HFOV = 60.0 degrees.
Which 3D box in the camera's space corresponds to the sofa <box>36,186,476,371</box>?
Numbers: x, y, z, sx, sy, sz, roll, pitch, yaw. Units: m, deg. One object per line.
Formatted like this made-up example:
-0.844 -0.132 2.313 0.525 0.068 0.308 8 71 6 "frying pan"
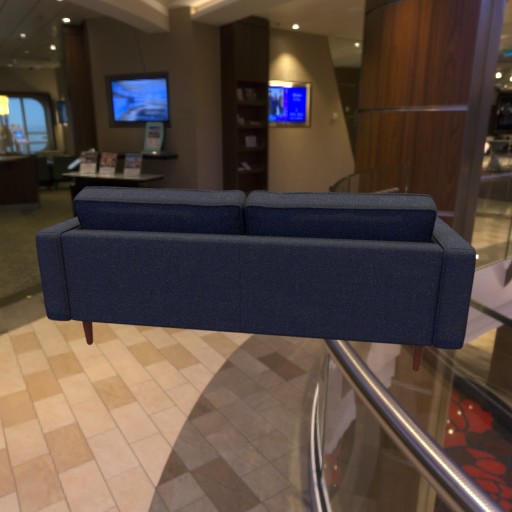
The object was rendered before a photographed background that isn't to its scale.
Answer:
0.000 0.000 2.317 1.880 0.762 0.914 3 17 9 "sofa"
